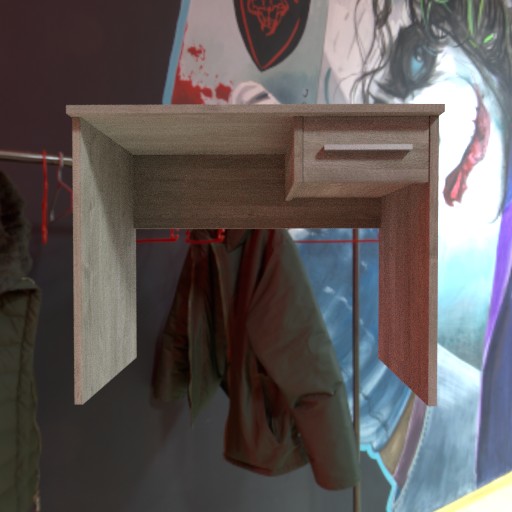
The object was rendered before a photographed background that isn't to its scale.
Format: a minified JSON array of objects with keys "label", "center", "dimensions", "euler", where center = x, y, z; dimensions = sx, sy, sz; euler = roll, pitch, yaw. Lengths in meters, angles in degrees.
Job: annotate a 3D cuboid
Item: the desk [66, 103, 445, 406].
[{"label":"desk","center":[0.000,0.000,1.299],"dimensions":[0.893,0.724,0.498],"euler":[0,1,1]}]
